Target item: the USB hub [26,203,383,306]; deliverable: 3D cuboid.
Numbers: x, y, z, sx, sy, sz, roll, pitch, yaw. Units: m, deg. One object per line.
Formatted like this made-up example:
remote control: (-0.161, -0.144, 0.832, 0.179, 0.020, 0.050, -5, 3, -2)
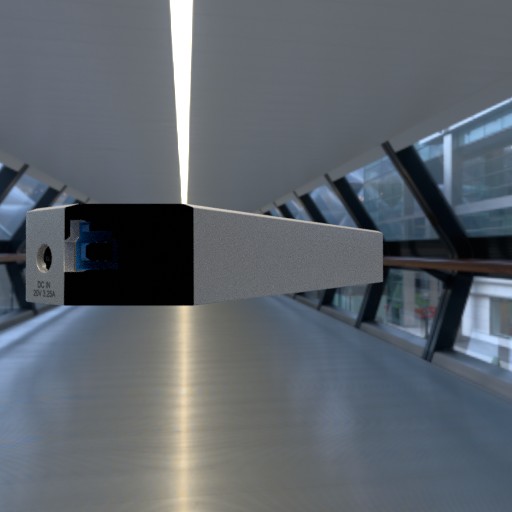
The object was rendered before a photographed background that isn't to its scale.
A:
USB hub: (0.000, 0.000, 0.158, 0.044, 0.023, 0.145, 0, 0, 35)
